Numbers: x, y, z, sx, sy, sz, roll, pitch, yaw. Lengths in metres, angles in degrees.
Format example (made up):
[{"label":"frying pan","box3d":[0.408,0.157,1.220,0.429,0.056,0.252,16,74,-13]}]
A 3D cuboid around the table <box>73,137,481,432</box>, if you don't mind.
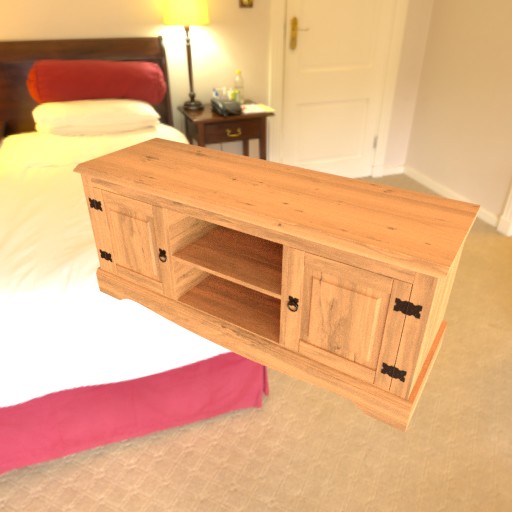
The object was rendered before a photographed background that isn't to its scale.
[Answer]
[{"label":"table","box3d":[0.000,0.000,1.472,1.200,0.510,0.400,18,35,28]}]
